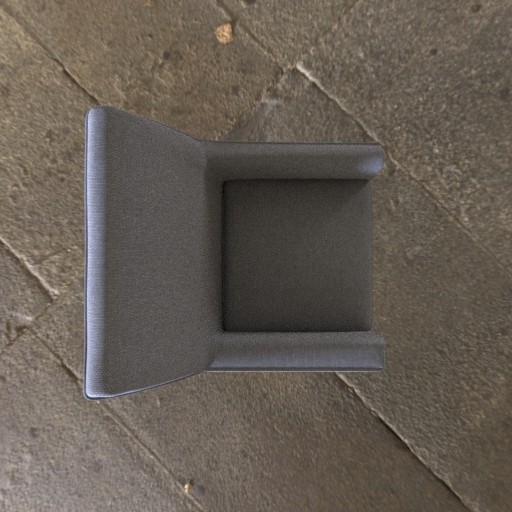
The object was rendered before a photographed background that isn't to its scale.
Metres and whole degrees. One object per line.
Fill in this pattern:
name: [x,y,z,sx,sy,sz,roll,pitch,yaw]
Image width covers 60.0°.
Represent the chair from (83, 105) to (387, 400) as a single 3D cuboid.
chair: [0.000,0.000,1.584,0.899,0.919,0.780,0,89,0]
